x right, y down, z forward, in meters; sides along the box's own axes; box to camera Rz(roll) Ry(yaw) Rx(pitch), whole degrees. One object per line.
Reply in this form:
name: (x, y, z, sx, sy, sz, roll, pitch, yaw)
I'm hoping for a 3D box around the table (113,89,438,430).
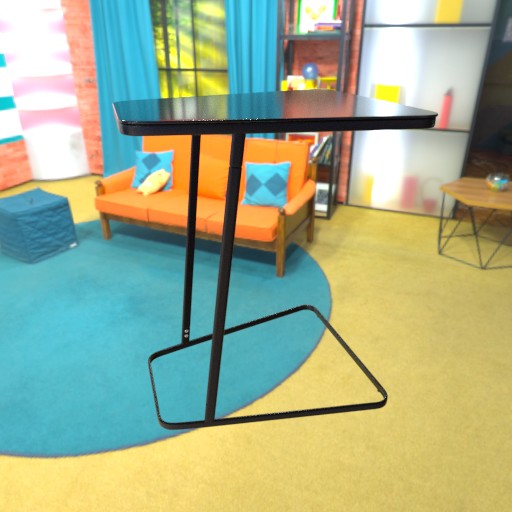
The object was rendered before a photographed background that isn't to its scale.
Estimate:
table: (0.000, 0.000, 0.953, 0.500, 0.624, 0.427, -8, 27, -17)
